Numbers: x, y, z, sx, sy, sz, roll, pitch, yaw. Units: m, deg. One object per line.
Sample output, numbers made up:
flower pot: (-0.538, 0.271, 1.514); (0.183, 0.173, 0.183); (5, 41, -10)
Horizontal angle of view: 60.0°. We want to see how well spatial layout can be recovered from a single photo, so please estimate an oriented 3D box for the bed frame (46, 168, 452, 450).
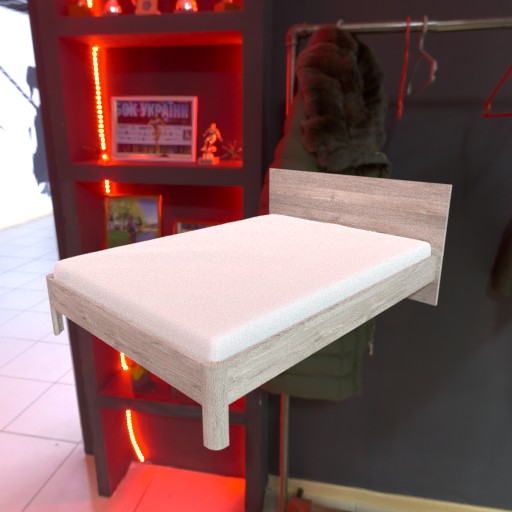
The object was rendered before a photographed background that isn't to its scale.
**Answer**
bed frame: (0.000, 0.000, 2.668); (1.490, 0.800, 1.950); (15, 23, 41)
